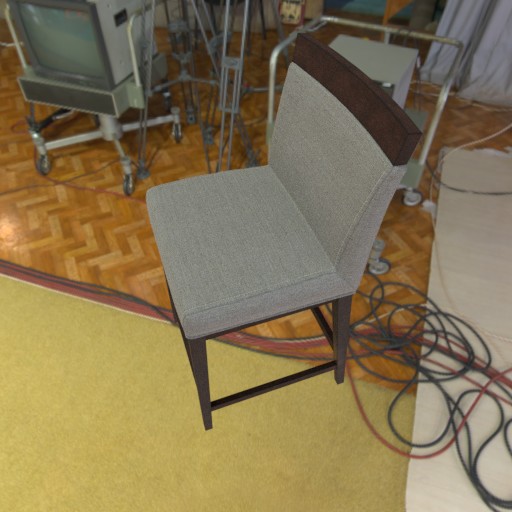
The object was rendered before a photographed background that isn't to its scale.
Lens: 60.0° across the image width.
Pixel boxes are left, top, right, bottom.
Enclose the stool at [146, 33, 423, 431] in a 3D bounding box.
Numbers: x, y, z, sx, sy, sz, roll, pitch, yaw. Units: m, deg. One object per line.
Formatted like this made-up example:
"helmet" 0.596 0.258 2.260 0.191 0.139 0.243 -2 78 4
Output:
"stool" 0.000 0.000 1.287 0.531 1.009 0.512 -15 49 -13
